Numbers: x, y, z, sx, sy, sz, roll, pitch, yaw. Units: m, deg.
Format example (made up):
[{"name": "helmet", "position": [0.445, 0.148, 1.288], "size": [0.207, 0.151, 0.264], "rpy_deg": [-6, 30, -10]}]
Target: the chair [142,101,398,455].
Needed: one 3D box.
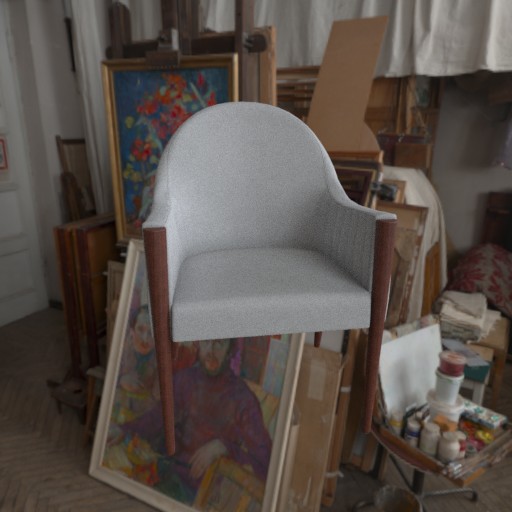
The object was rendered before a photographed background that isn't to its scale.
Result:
[{"name": "chair", "position": [0.000, 0.000, 1.325], "size": [0.610, 0.889, 0.620], "rpy_deg": [-3, 18, -8]}]
